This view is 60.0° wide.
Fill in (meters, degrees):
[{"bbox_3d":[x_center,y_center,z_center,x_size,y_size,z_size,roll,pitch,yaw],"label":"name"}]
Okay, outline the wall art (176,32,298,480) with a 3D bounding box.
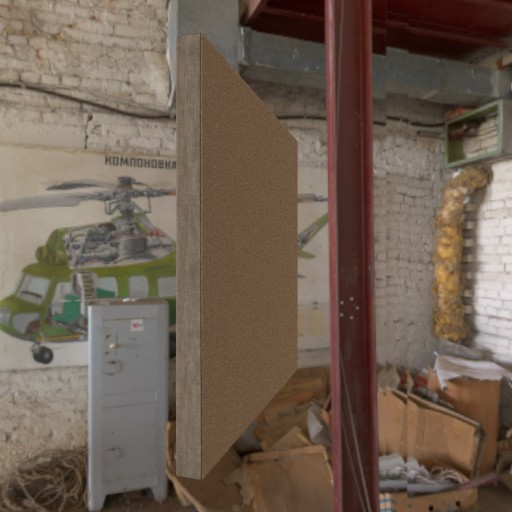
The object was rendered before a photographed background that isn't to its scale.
[{"bbox_3d":[0.000,0.000,1.106,0.050,0.751,0.749,0,0,18],"label":"wall art"}]
